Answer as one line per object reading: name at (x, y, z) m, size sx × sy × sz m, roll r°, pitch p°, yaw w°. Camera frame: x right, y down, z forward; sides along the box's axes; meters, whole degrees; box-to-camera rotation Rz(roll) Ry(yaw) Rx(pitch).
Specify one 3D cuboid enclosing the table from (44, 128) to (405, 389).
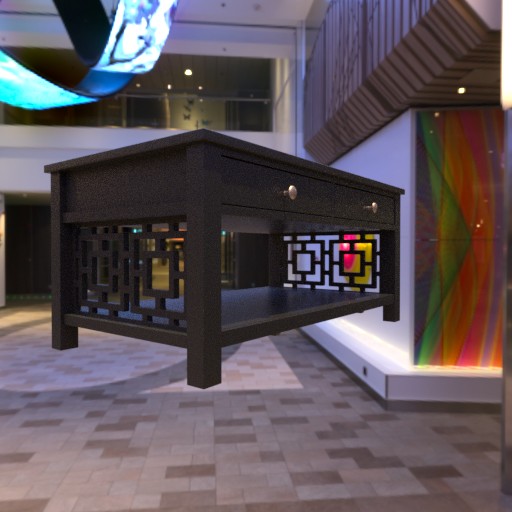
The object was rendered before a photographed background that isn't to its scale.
table at (0.000, 0.000, 1.426) m, size 0.612 × 0.493 × 1.068 m, roll 1°, pitch 1°, yaw 38°
